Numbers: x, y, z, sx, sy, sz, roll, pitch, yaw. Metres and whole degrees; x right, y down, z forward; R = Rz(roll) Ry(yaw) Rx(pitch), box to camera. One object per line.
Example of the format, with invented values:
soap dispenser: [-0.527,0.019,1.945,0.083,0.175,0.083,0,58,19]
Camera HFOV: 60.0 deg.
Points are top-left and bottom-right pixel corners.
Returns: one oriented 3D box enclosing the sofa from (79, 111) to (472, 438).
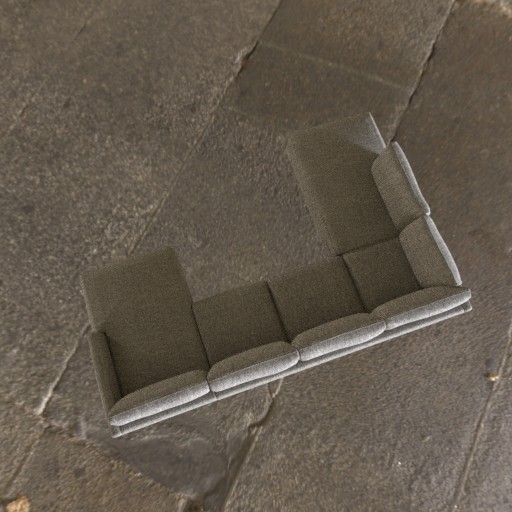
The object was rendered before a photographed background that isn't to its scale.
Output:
sofa: [0.000,0.000,3.493,2.737,0.756,1.879,-18,75,-5]
